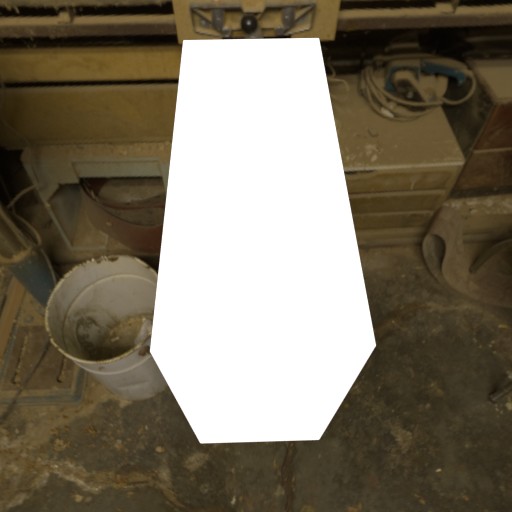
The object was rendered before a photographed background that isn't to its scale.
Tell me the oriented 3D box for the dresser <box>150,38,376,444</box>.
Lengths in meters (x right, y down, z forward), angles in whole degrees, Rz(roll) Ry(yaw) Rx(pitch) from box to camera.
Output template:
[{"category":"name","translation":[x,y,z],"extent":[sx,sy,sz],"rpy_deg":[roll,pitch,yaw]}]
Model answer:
[{"category":"dresser","translation":[0.000,0.000,1.617],"extent":[0.460,1.000,1.100],"rpy_deg":[-1,57,-1]}]
